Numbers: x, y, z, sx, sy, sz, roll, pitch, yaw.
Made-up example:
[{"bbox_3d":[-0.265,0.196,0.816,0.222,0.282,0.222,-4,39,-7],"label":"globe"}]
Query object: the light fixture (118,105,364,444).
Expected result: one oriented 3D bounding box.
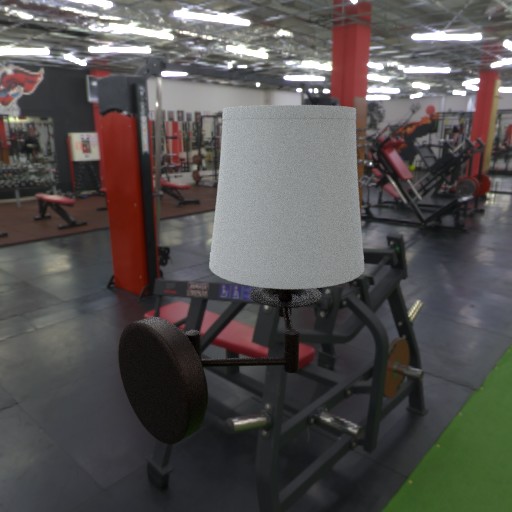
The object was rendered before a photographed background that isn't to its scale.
[{"bbox_3d":[0.000,0.000,0.269,0.100,0.172,0.157,14,21,43],"label":"light fixture"}]
